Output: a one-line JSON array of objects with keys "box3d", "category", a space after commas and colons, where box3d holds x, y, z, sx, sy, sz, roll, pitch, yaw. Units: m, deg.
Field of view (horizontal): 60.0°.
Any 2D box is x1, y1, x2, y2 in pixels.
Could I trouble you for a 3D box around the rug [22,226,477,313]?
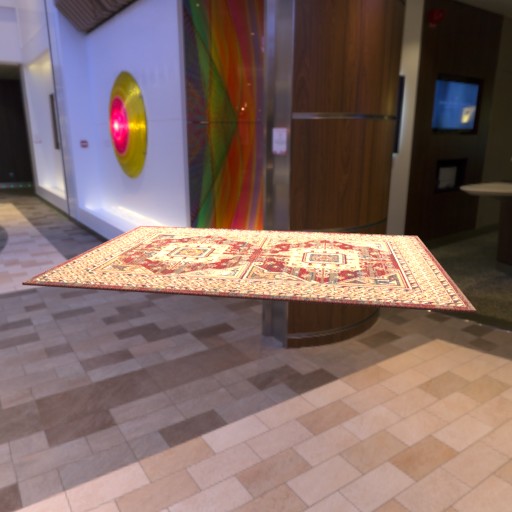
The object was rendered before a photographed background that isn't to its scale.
[{"box3d": [0.000, 0.000, 5.827, 4.578, 0.033, 3.033, 3, 16, 9], "category": "rug"}]
